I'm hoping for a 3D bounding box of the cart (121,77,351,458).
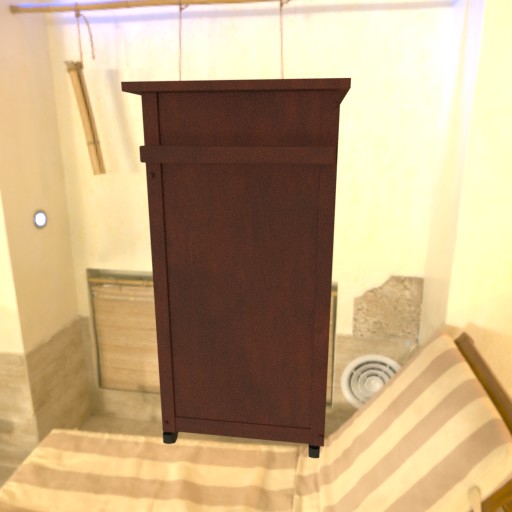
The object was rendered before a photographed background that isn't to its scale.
[{"bbox_3d":[0.000,0.000,1.259,0.442,0.864,0.683,2,15,8],"label":"cart"}]
